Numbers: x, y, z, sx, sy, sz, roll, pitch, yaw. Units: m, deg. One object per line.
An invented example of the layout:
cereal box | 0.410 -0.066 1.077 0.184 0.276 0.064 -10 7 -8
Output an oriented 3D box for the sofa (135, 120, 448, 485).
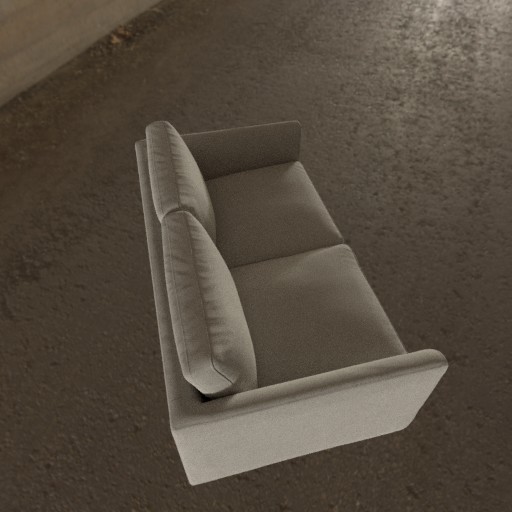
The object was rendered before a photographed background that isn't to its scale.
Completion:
sofa | 0.000 0.000 2.404 1.091 0.839 1.905 -11 47 -10
